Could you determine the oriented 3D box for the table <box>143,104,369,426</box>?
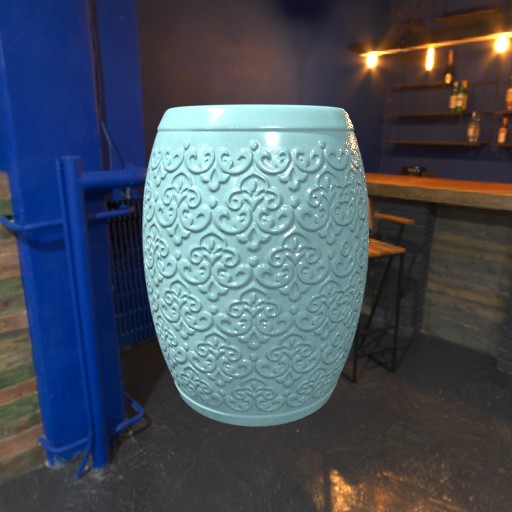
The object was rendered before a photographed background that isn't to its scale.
[{"bbox_3d":[0.000,0.000,0.630,0.309,0.397,0.309,0,16,0],"label":"table"}]
